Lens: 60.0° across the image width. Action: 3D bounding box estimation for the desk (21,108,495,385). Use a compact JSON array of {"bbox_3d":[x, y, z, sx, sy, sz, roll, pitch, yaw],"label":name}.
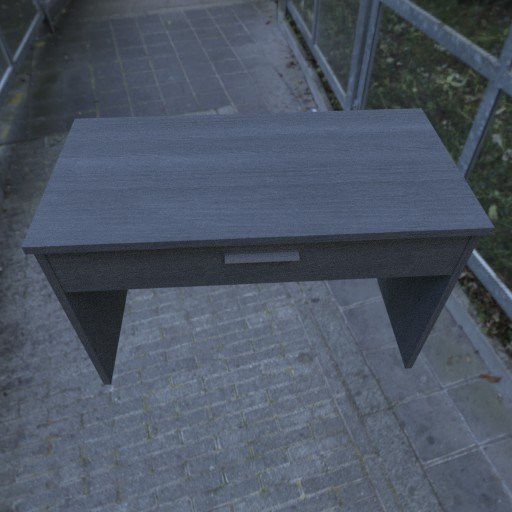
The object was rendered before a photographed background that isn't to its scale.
[{"bbox_3d":[0.000,0.000,1.483,1.099,0.729,0.557,-2,47,-2],"label":"desk"}]
